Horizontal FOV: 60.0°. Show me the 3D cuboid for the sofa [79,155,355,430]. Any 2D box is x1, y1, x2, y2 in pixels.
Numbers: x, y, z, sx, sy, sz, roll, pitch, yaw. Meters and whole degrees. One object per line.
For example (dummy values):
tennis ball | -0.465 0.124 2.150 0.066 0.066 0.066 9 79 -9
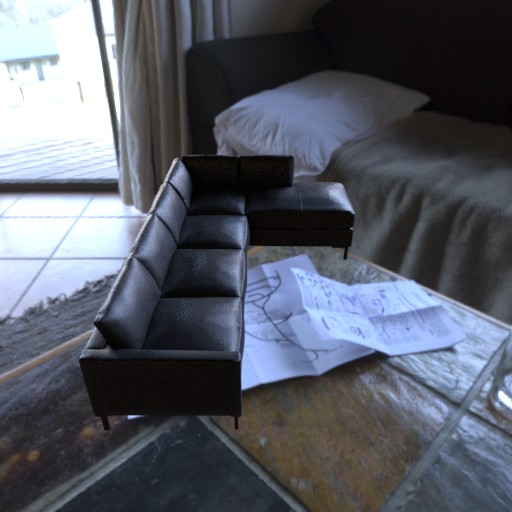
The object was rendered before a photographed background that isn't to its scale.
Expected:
sofa | 0.000 0.000 3.802 1.938 0.877 2.984 0 31 0
